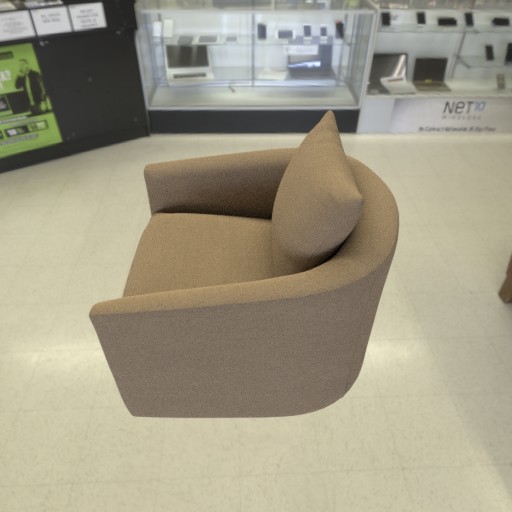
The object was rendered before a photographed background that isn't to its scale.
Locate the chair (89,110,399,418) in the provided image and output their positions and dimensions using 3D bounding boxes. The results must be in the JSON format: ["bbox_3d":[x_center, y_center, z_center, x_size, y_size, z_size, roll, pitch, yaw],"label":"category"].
[{"bbox_3d":[0.000,0.000,1.593,0.910,0.848,0.845,0,41,0],"label":"chair"}]
